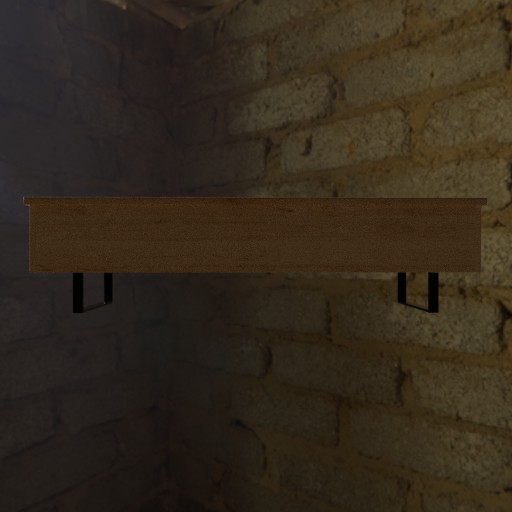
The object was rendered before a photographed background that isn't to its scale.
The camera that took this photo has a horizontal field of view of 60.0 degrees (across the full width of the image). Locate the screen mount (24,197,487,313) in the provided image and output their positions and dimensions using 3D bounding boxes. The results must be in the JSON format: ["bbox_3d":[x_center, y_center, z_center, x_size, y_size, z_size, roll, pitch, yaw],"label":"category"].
[{"bbox_3d":[0.000,0.000,1.849,1.700,0.430,0.450,0,0,-1],"label":"screen mount"}]
